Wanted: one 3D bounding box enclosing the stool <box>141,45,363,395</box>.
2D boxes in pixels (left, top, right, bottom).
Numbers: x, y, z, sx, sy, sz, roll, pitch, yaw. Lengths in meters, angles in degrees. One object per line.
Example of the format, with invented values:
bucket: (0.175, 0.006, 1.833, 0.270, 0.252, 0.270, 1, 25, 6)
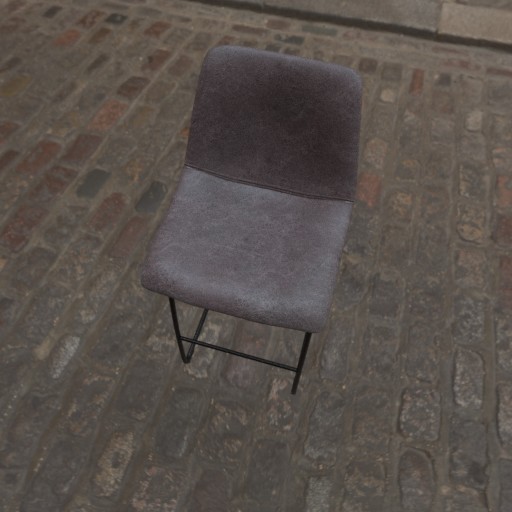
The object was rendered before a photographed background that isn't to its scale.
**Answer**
stool: (0.000, 0.000, 1.418, 0.514, 1.082, 0.561, 14, 59, 8)
